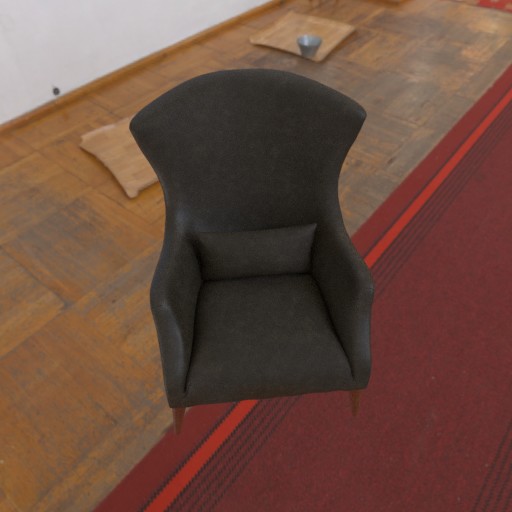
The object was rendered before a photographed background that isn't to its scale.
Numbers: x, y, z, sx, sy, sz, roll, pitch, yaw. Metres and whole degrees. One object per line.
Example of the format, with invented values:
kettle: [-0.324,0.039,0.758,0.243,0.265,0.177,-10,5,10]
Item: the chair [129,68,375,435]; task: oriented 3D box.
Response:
chair: [0.000,0.000,1.734,0.819,1.068,0.954,-4,47,-4]
